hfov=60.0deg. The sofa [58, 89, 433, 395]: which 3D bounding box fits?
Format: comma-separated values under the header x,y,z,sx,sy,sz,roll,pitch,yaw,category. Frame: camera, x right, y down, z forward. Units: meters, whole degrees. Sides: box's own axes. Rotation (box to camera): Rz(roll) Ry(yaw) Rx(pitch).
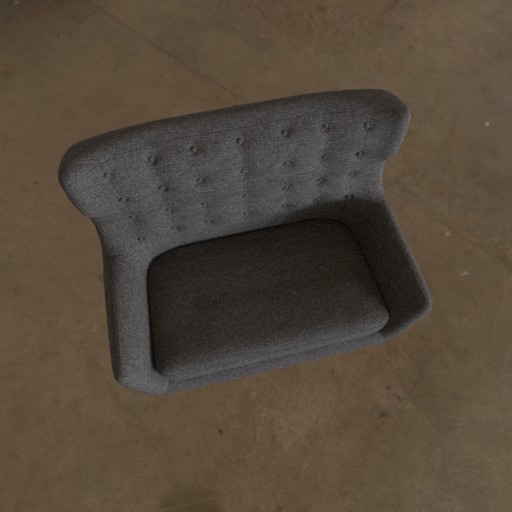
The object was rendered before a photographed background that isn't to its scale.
x,y,z,sx,sy,sz,roll,pitch,yaw,category
0.000,0.000,1.980,1.358,1.028,0.874,-12,63,-6,sofa
